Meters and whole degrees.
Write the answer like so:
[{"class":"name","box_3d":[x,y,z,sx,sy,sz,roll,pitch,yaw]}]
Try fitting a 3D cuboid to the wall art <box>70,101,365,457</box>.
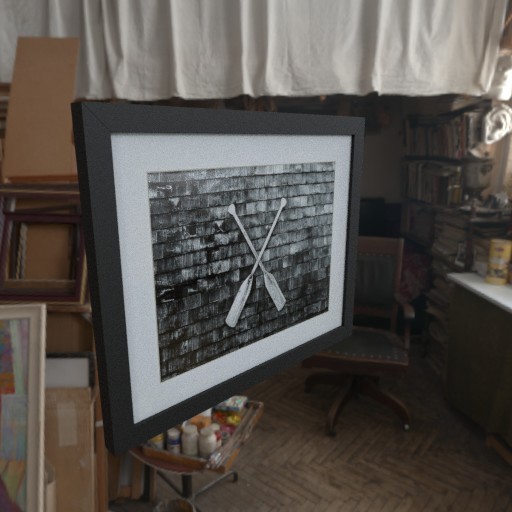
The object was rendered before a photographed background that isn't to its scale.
[{"class":"wall art","box_3d":[0.000,0.000,0.739,0.558,0.457,0.029,-14,20,-42]}]
